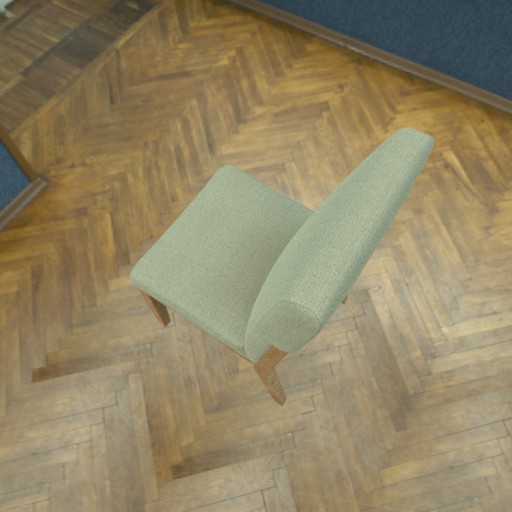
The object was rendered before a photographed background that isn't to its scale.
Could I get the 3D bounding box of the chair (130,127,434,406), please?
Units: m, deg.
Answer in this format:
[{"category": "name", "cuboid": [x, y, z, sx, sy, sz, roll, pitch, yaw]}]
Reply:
[{"category": "chair", "cuboid": [0.000, 0.000, 1.275, 0.586, 0.911, 0.507, 30, 67, 15]}]
